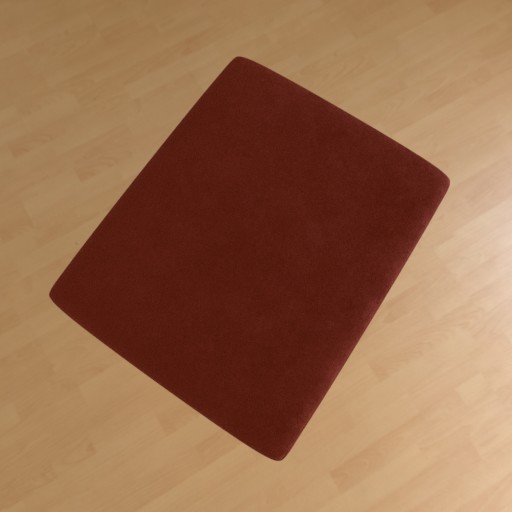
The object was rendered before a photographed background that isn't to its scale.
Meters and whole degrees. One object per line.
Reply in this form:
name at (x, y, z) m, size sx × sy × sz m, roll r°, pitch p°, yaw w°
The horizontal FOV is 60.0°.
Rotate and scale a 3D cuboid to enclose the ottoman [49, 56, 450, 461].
ottoman at (0.000, 0.000, 1.210) m, size 0.650 × 0.462 × 0.782 m, roll 33°, pitch 78°, yaw 8°
